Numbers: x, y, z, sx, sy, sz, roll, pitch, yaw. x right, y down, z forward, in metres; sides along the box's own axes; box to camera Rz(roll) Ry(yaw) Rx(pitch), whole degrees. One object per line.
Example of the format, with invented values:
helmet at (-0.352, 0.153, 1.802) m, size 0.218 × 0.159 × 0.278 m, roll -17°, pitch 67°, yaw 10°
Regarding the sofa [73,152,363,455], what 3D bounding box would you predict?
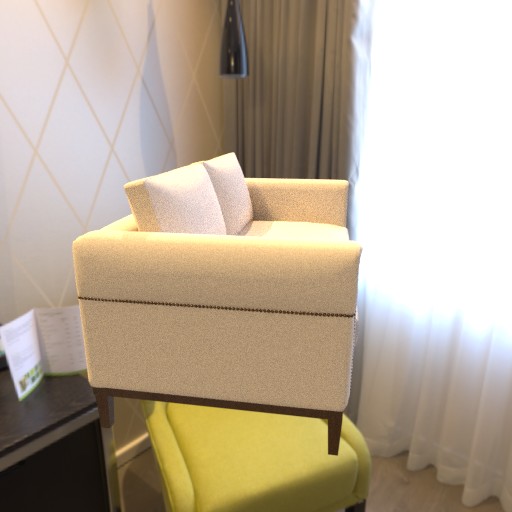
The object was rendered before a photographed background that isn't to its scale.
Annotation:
sofa at (0.000, 0.000, 2.104) m, size 0.905 × 0.873 × 1.598 m, roll 3°, pitch 17°, yaw 9°
